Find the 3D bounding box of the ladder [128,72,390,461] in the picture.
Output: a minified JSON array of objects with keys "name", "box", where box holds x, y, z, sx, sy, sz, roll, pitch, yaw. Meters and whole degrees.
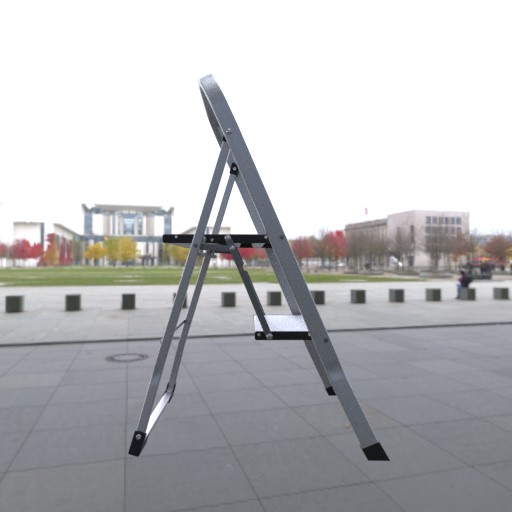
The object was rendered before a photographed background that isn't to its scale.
[{"name":"ladder","box":[0.000,0.000,1.122,0.530,0.830,0.465,0,-1,-1]}]
